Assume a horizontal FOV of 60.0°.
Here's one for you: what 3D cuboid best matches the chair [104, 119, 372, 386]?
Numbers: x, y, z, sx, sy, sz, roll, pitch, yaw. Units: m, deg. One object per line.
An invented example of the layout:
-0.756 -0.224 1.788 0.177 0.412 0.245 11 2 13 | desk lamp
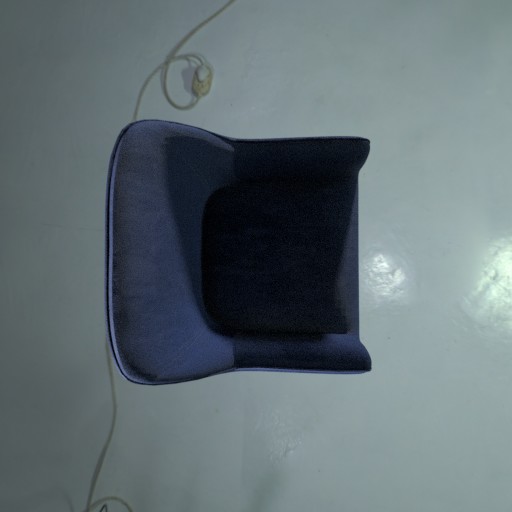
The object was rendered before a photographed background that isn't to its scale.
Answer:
0.000 0.000 1.260 0.600 0.820 0.600 0 88 -1 | chair
